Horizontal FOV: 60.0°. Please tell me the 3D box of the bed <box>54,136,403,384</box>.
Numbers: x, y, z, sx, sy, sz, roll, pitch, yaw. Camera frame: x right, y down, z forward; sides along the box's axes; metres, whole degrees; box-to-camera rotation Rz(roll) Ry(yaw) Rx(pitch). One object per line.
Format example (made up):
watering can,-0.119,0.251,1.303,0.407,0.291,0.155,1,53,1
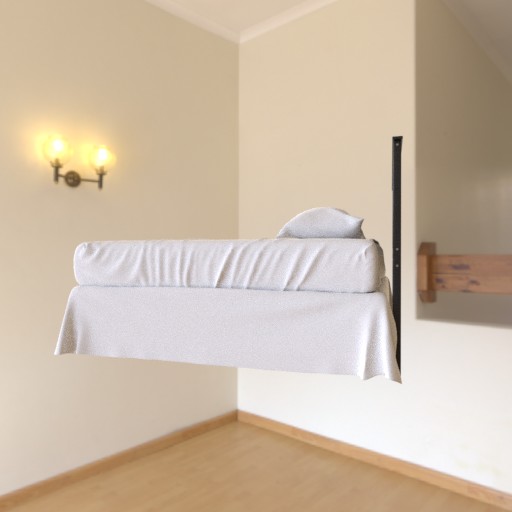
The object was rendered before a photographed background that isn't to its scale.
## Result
bed,0.000,0.000,3.569,2.219,1.271,2.315,0,0,17
